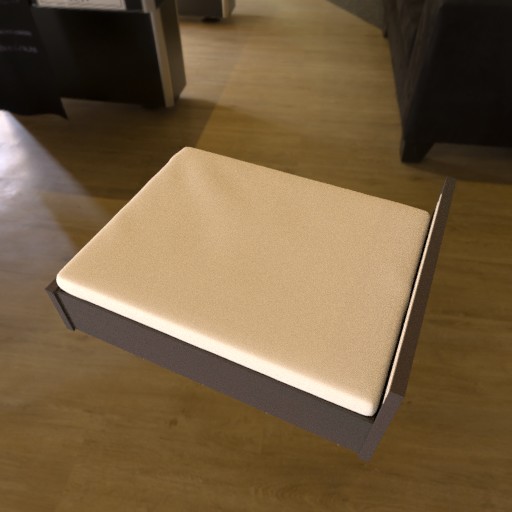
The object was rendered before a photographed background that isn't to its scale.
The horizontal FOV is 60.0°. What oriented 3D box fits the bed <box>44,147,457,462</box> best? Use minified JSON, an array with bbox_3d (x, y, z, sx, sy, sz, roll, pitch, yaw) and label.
[{"bbox_3d":[0.000,0.000,2.944,2.103,0.808,1.634,18,50,16],"label":"bed"}]
